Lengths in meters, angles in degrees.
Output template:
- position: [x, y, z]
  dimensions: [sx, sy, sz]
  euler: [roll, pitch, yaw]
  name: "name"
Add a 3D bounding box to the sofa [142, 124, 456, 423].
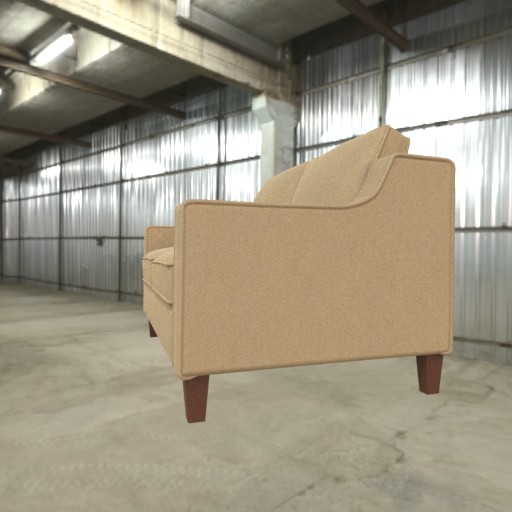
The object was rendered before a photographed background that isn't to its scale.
- position: [0.000, 0.000, 2.110]
  dimensions: [0.987, 0.971, 1.501]
  euler: [0, 1, -18]
  name: "sofa"
